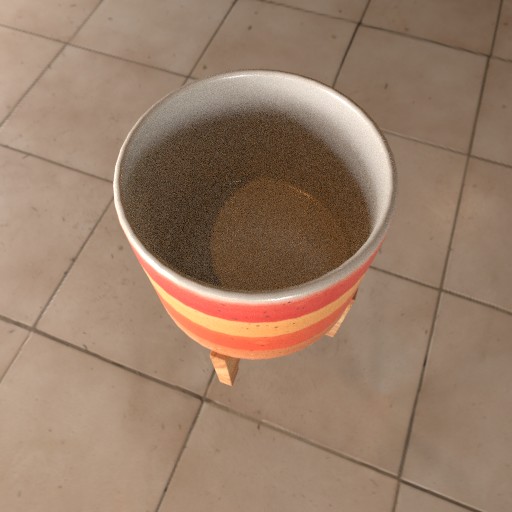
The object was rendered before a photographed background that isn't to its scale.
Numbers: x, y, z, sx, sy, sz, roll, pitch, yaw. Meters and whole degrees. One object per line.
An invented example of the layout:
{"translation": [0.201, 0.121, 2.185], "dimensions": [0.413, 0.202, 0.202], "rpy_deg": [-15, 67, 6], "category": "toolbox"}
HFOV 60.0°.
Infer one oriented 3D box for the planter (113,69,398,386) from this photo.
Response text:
{"translation": [0.000, 0.000, 0.415], "dimensions": [0.199, 0.268, 0.199], "rpy_deg": [0, 64, 0], "category": "planter"}
